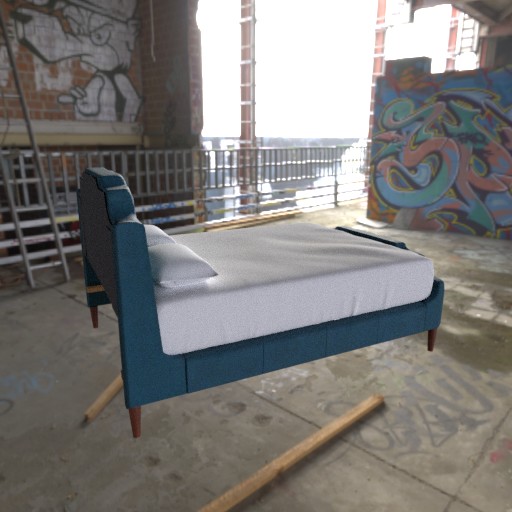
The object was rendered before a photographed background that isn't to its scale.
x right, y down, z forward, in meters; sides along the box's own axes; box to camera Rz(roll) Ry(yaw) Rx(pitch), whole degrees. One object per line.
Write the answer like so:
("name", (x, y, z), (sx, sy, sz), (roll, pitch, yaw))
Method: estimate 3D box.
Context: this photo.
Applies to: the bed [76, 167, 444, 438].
("bed", (0.000, 0.000, 3.371), (2.322, 1.351, 1.676), (-7, 17, -26))
